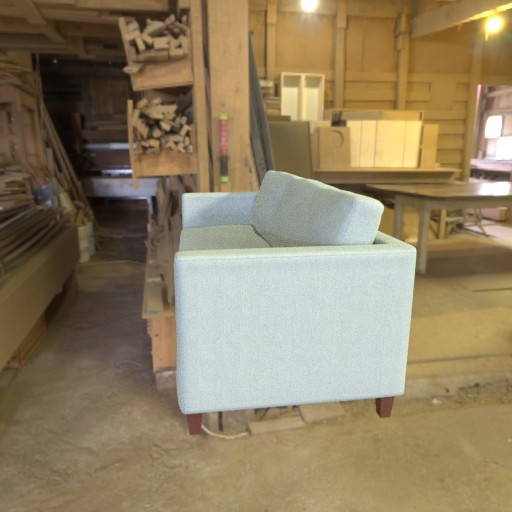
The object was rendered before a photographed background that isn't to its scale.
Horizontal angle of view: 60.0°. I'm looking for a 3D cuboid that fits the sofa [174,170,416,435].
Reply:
[{"bbox_3d":[0.000,0.000,2.728,0.951,0.965,2.208,-2,14,-8],"label":"sofa"}]
